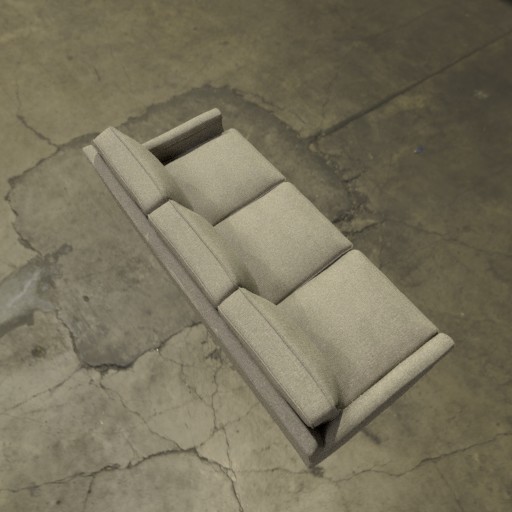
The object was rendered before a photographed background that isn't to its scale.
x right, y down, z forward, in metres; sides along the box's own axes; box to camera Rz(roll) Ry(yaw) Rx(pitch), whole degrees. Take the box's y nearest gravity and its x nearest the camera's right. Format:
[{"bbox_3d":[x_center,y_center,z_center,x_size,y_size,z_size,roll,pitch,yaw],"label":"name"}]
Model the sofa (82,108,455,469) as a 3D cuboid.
[{"bbox_3d":[0.000,0.000,2.721,1.084,1.003,2.246,-32,64,-18],"label":"sofa"}]
